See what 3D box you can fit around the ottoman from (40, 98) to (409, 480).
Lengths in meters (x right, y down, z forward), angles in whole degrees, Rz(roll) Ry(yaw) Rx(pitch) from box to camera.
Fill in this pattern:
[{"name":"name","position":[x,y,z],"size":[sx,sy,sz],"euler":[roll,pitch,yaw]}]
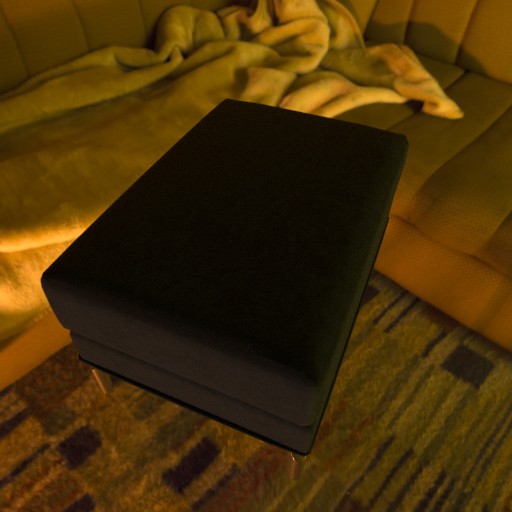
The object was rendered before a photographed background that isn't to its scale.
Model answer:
[{"name":"ottoman","position":[0.000,0.000,1.175],"size":[0.587,0.498,0.835],"euler":[17,48,16]}]
